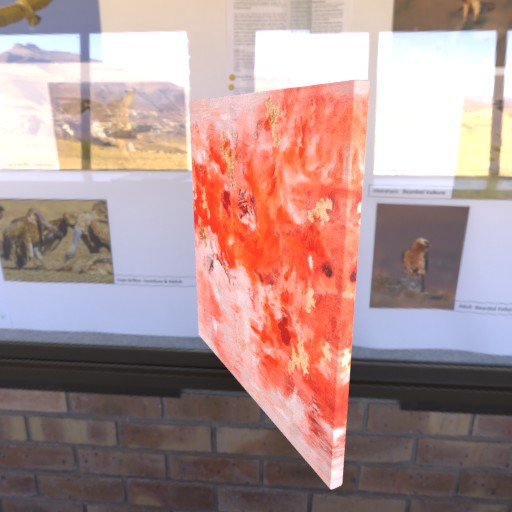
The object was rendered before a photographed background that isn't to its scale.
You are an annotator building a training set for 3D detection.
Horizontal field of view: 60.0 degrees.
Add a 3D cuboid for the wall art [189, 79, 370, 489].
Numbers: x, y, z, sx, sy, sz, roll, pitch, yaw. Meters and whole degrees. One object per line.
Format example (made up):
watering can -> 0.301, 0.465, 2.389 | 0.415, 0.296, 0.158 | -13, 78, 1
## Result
wall art -> 0.000, 0.000, 1.276 | 0.066, 0.878, 0.878 | -8, 19, -26
